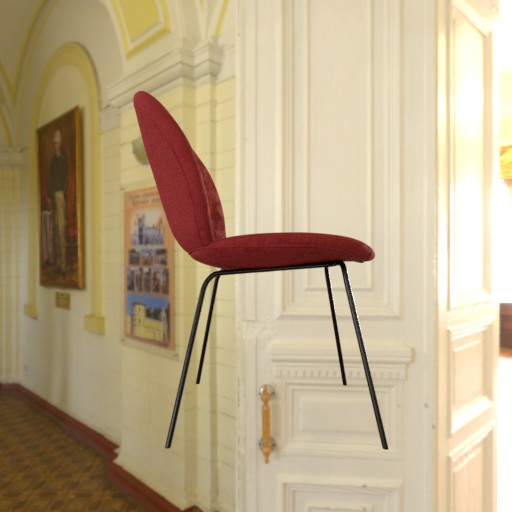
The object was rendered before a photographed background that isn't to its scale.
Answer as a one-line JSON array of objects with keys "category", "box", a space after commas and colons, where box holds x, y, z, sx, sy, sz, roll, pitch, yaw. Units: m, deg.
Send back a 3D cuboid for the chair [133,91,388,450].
[{"category": "chair", "box": [0.000, 0.000, 1.135, 0.587, 0.791, 0.458, 0, 1, 0]}]
